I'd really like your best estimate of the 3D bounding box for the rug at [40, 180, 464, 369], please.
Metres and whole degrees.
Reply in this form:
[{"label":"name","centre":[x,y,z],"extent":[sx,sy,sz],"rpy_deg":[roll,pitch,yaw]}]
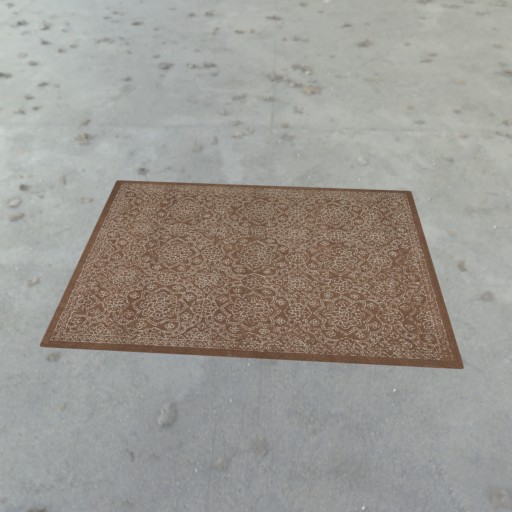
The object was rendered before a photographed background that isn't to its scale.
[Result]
[{"label":"rug","centre":[0.000,0.000,2.325],"extent":[1.829,0.010,1.219],"rpy_deg":[2,46,2]}]
